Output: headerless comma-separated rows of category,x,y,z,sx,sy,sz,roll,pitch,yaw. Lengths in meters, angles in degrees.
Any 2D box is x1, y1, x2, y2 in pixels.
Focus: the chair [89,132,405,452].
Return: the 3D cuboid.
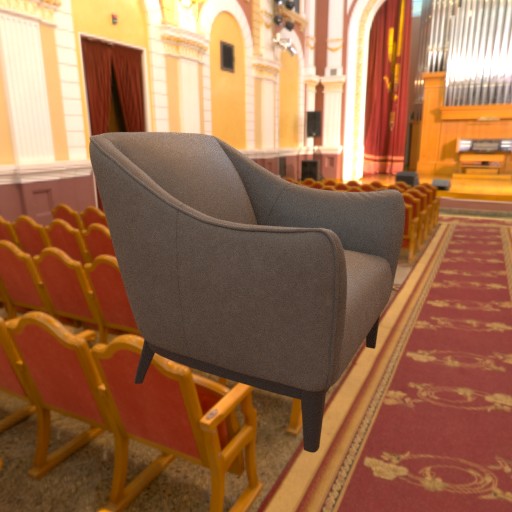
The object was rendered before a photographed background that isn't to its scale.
chair,0.000,0.000,1.535,0.852,0.830,0.871,8,17,26
